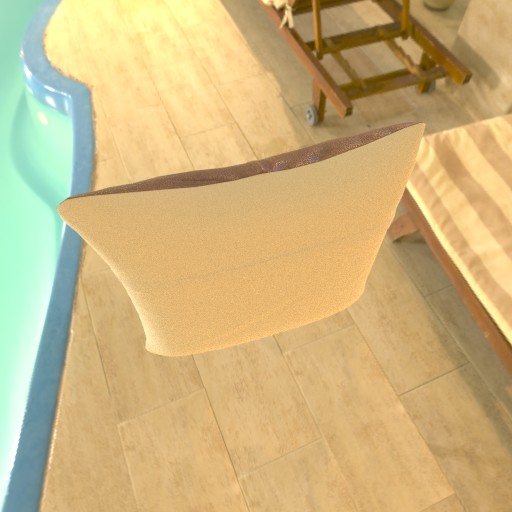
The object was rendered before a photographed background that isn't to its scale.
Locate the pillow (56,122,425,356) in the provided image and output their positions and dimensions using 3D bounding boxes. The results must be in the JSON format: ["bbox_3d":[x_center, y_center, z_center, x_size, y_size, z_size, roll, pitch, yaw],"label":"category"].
[{"bbox_3d":[0.000,0.000,0.737,0.484,0.470,0.192,-15,59,-9],"label":"pillow"}]
